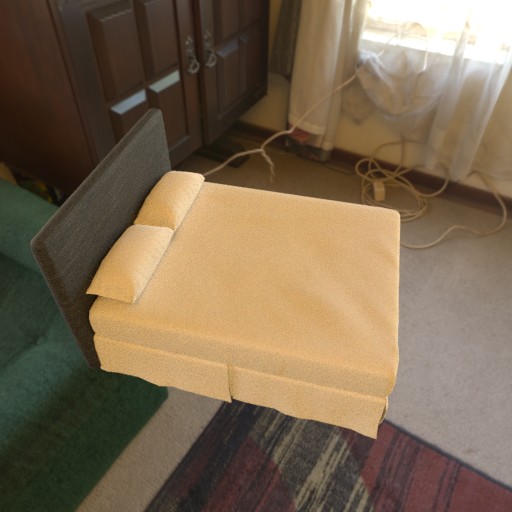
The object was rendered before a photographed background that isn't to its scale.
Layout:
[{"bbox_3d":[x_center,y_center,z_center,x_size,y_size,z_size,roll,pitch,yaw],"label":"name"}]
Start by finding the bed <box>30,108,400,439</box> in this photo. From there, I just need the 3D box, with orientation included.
[{"bbox_3d":[0.000,0.000,3.233,2.142,1.330,1.723,10,45,10],"label":"bed"}]
